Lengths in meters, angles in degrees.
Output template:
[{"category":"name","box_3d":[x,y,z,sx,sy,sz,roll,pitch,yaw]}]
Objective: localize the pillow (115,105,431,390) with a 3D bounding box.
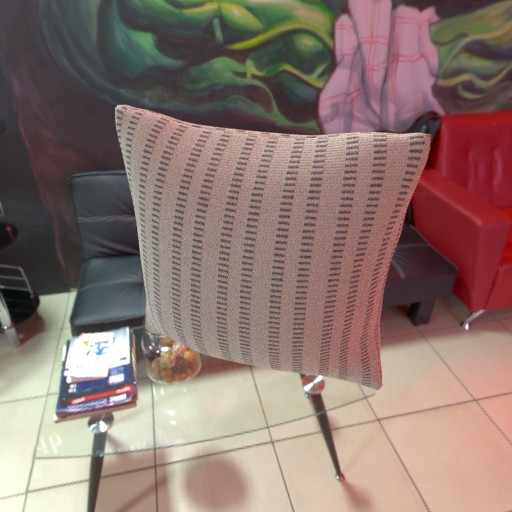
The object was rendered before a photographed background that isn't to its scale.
[{"category":"pillow","box_3d":[0.000,0.000,0.681,0.438,0.419,0.247,11,33,17]}]
